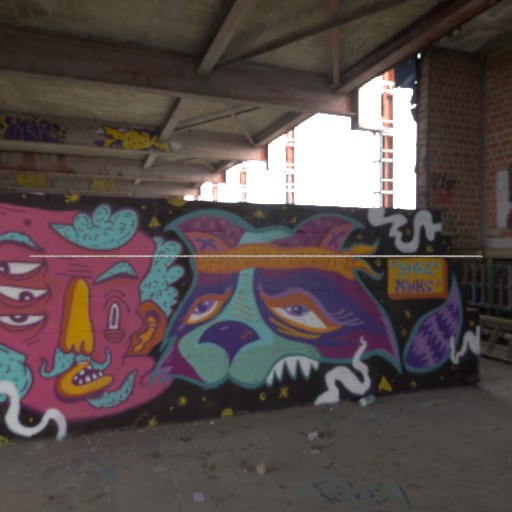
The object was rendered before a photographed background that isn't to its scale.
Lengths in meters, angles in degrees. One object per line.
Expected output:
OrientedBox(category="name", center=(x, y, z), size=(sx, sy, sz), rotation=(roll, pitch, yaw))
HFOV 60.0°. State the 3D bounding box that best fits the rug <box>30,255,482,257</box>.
OrientedBox(category="rug", center=(0.000, 0.000, 4.148), size=(3.061, 0.010, 2.330), rotation=(0, 0, 0))
